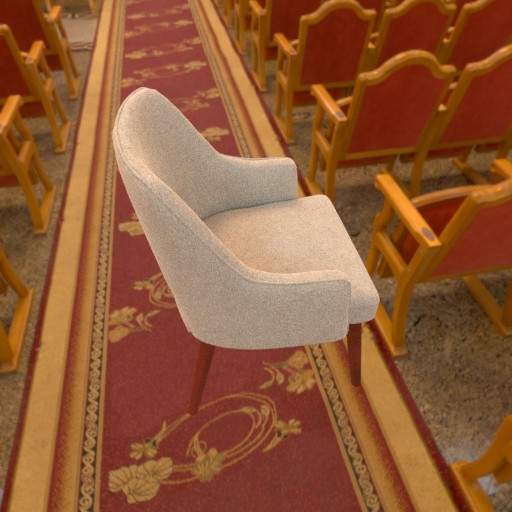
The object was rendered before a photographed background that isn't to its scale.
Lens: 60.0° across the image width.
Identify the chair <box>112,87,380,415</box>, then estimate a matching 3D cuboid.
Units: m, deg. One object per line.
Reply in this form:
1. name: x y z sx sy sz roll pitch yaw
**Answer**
1. chair: 0.000 0.000 1.233 0.605 0.849 0.548 -8 45 -8
